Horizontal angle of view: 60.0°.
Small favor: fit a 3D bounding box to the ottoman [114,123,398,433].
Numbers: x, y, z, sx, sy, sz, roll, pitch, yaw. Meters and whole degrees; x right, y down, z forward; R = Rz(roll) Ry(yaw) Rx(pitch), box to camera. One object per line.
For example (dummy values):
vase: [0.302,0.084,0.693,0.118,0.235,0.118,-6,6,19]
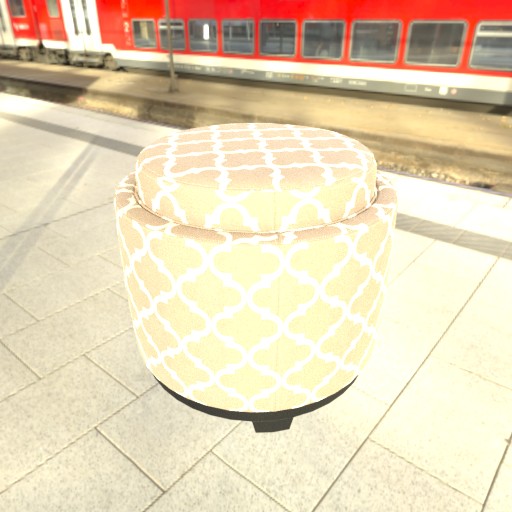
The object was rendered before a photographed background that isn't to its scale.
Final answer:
ottoman: [0.000,0.000,0.832,0.480,0.429,0.480,0,29,0]
